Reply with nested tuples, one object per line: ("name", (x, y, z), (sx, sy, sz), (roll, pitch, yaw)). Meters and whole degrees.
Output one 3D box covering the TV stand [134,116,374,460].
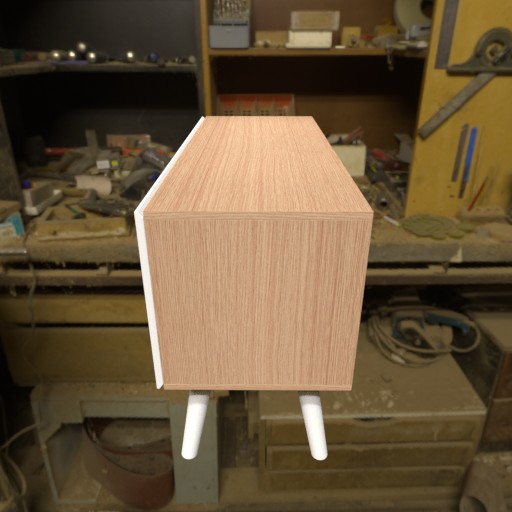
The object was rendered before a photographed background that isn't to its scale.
("TV stand", (0.000, 0.000, 1.340), (0.407, 0.660, 0.991), (0, 26, 0))
